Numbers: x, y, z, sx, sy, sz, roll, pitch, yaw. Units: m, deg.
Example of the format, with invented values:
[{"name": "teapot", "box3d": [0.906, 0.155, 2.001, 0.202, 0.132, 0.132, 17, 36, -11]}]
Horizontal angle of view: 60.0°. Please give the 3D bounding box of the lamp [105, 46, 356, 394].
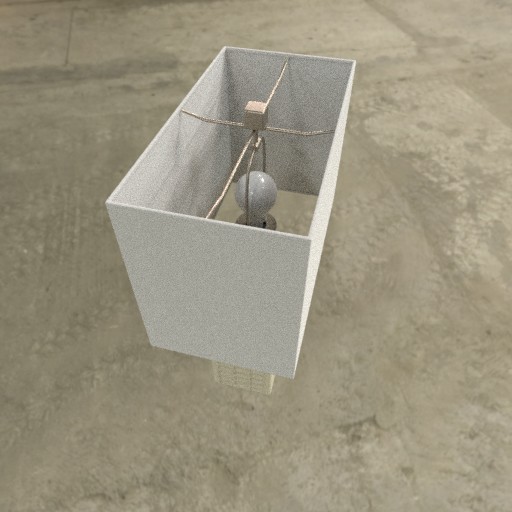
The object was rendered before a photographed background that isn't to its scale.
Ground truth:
[{"name": "lamp", "box3d": [0.000, 0.000, 0.710, 0.200, 0.515, 0.380, 11, 48, 10]}]
